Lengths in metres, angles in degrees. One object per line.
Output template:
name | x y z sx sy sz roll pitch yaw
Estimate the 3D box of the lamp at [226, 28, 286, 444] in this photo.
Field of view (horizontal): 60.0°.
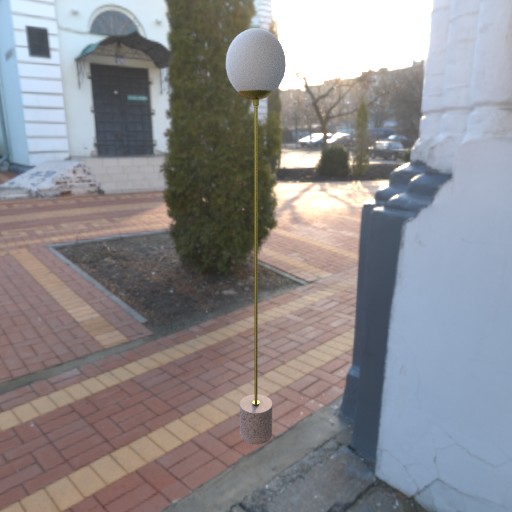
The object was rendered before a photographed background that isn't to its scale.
lamp | 0.000 0.000 1.875 0.229 1.748 0.229 -8 17 -26
